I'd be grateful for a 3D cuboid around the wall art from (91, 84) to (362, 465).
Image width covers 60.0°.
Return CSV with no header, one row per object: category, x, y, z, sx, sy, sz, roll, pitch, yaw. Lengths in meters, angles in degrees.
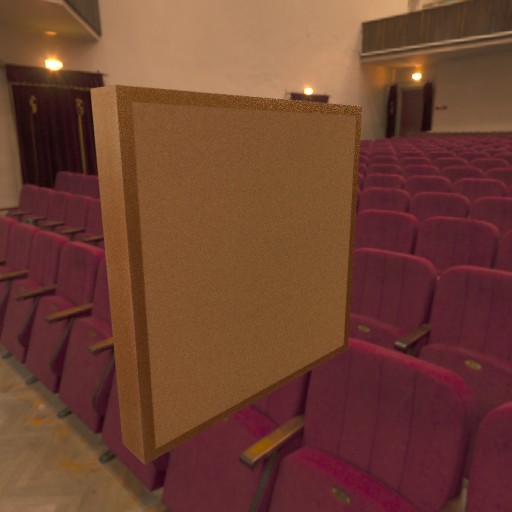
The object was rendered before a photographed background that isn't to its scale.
wall art,0.000,0.000,0.456,0.306,0.305,0.038,-14,21,-43
